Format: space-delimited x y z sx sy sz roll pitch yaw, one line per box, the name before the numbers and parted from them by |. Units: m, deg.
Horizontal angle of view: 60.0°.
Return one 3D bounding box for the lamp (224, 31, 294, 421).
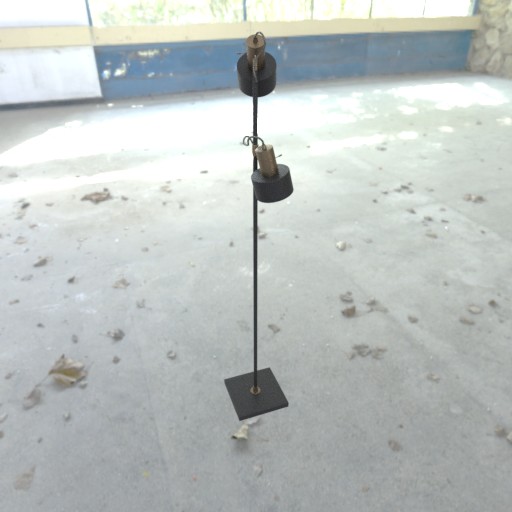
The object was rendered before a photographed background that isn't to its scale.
lamp | 0.000 0.000 1.658 0.233 1.505 0.315 -11 33 -17
